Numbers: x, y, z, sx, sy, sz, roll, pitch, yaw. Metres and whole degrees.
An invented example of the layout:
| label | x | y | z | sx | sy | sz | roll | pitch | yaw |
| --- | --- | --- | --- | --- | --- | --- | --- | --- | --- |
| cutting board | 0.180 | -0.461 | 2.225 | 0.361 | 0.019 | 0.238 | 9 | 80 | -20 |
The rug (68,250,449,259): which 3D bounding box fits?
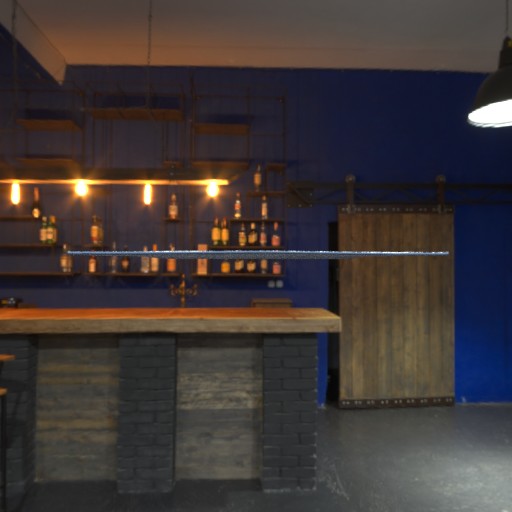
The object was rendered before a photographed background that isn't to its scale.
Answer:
| label | x | y | z | sx | sy | sz | roll | pitch | yaw |
| --- | --- | --- | --- | --- | --- | --- | --- | --- | --- |
| rug | 0.000 | 0.000 | 3.047 | 1.624 | 0.030 | 2.349 | 0 | -1 | -1 |
